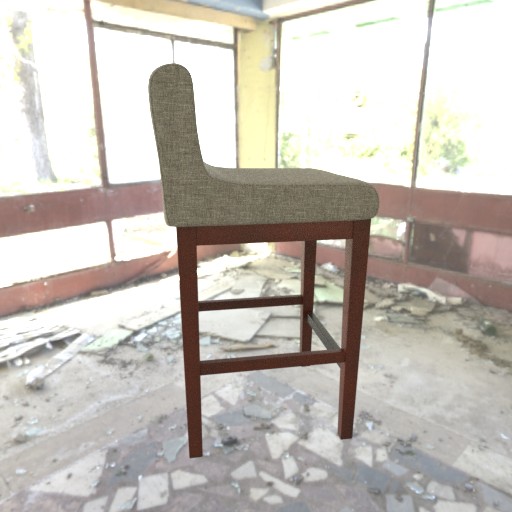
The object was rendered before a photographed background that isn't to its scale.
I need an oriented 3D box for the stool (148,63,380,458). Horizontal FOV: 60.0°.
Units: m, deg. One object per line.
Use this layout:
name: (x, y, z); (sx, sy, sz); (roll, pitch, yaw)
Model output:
stool: (0.000, 0.000, 1.100); (0.459, 0.835, 0.417); (-3, 16, -10)
